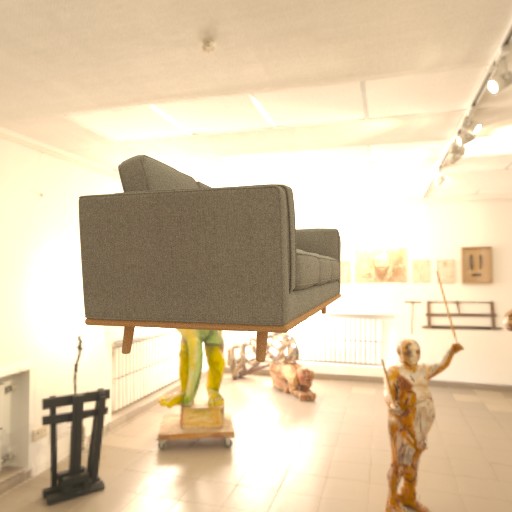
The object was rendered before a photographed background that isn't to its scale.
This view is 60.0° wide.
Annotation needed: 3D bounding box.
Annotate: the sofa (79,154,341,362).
[{"bbox_3d":[0.000,0.000,2.802,0.903,0.899,2.362,0,-2,16],"label":"sofa"}]
